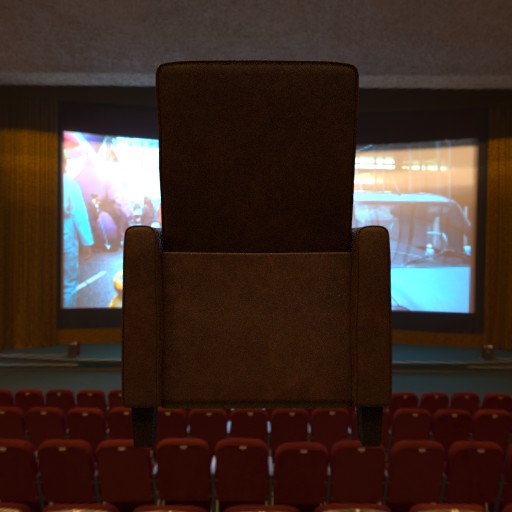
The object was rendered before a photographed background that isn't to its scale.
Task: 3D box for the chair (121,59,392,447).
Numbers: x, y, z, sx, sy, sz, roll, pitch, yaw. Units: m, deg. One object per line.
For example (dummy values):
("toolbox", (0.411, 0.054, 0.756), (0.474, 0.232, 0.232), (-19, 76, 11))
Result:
("chair", (0.000, 0.000, 1.477), (0.705, 1.013, 0.746), (0, 0, -1))
